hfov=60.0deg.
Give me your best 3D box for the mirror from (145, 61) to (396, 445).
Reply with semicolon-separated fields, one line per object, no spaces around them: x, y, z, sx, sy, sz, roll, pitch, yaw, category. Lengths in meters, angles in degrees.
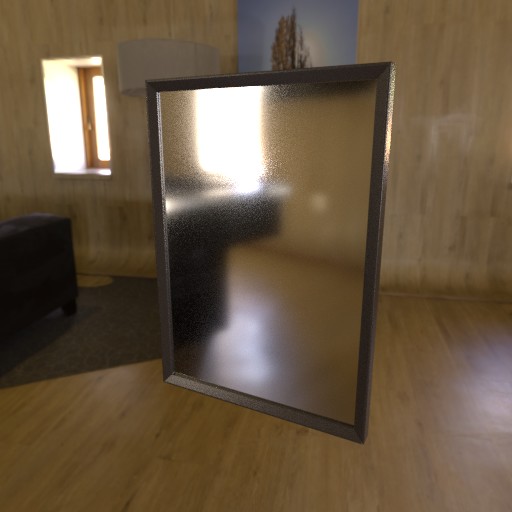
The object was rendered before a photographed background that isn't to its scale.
0.000;0.000;0.924;0.507;0.710;0.039;8;17;27;mirror
